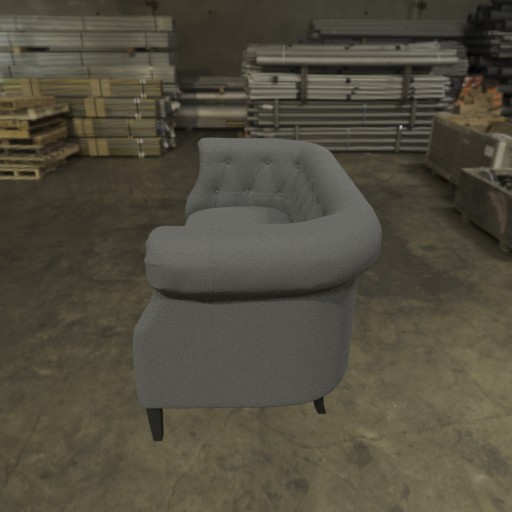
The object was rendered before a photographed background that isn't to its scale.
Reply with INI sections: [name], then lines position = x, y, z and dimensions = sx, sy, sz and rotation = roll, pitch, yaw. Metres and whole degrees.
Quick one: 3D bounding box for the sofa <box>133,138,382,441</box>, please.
[sofa]
position = 0.000, 0.000, 2.050
dimensions = 0.835, 0.827, 1.558
rotation = 0, 26, -1
